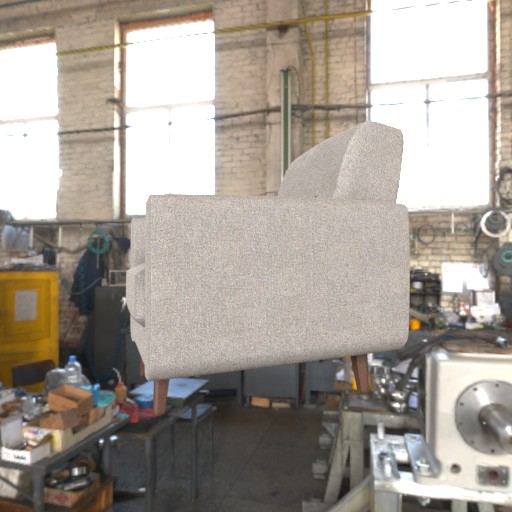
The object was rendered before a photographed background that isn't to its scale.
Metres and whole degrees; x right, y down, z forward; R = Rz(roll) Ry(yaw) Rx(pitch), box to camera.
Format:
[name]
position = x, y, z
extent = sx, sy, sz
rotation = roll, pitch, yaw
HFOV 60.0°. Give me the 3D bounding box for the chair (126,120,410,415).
[chair]
position = 0.000, 0.000, 1.720
extent = 0.942, 0.968, 0.845
rotation = 0, -1, -19
